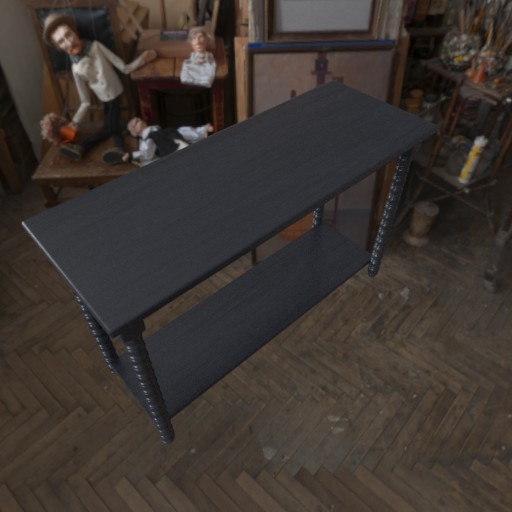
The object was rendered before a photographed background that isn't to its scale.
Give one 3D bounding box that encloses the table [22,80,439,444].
[{"bbox_3d":[0.000,0.000,1.528,1.184,0.735,0.459,-33,55,-27],"label":"table"}]
